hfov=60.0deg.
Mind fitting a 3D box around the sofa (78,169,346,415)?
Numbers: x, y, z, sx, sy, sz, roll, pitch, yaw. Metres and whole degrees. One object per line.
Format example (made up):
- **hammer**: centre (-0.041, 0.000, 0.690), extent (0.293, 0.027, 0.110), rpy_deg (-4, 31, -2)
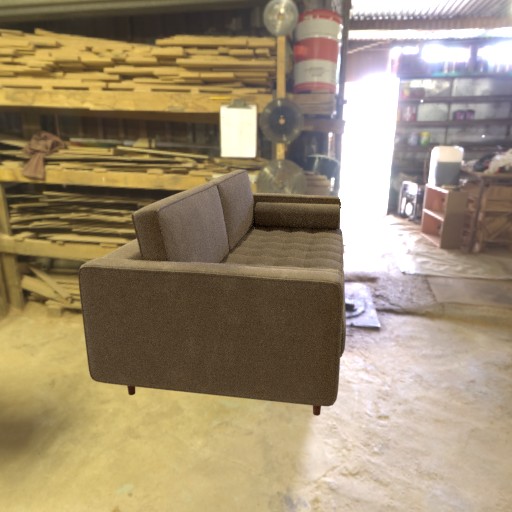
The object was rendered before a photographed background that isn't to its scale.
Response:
- **sofa**: centre (0.000, 0.000, 2.343), extent (0.920, 0.769, 1.883), rpy_deg (3, 16, 10)
